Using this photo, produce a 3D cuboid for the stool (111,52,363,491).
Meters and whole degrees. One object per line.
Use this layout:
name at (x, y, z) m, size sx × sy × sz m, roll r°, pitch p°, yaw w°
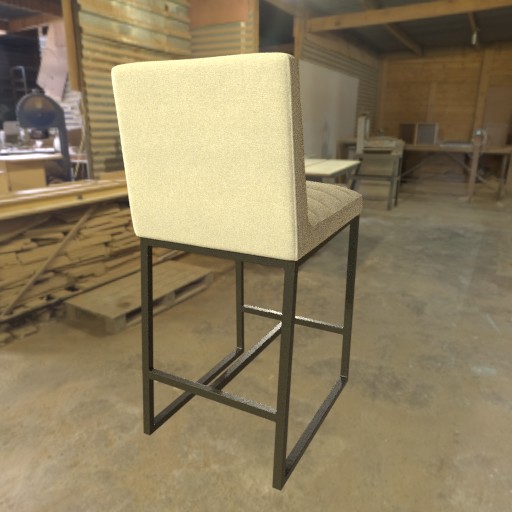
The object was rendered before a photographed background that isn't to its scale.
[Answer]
stool at (0.000, 0.000, 1.250) m, size 0.459 × 0.971 × 0.567 m, roll 9°, pitch 19°, yaw 27°
